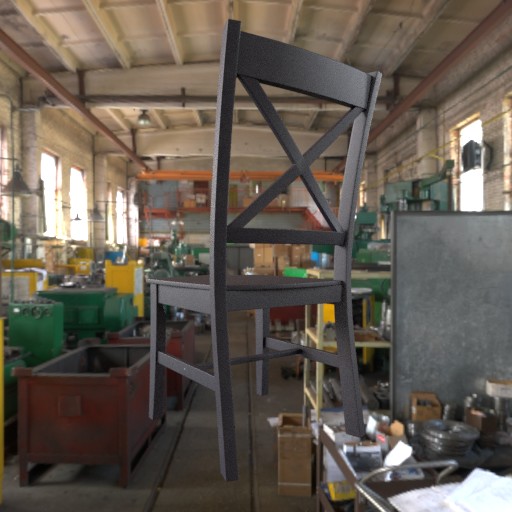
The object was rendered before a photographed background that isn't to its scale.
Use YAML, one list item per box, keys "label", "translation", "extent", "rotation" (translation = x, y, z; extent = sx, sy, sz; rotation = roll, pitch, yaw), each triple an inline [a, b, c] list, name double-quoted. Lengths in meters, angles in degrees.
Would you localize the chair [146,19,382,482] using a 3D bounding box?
- label: "chair"
  translation: [0.000, 0.000, 1.258]
  extent: [0.485, 0.983, 0.542]
  rotation: [0, 0, -35]
